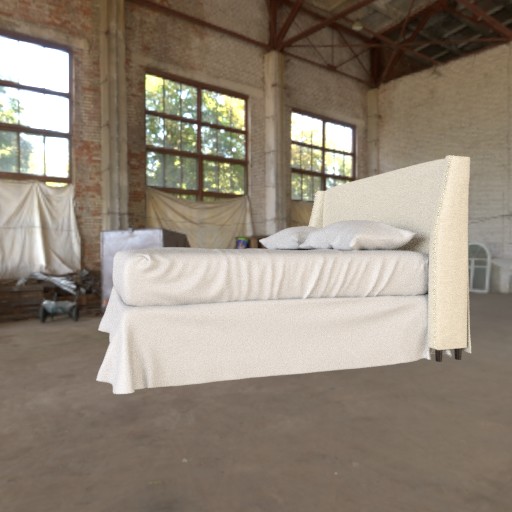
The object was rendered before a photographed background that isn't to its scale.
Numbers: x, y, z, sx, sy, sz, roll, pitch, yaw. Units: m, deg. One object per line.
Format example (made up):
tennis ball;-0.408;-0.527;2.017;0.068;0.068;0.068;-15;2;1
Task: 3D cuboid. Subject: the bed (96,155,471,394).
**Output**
bed;0.000;0.000;3.364;2.276;1.332;1.925;0;1;-19
